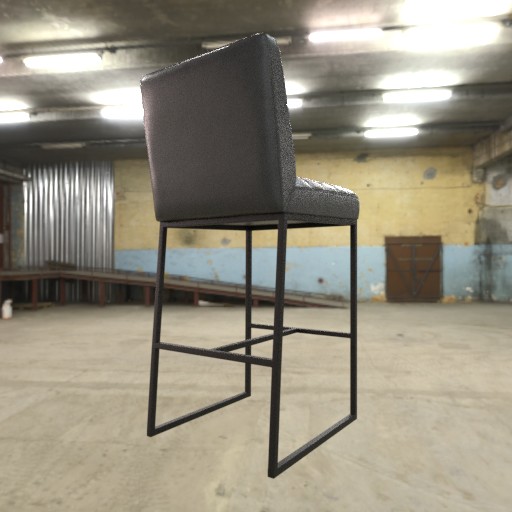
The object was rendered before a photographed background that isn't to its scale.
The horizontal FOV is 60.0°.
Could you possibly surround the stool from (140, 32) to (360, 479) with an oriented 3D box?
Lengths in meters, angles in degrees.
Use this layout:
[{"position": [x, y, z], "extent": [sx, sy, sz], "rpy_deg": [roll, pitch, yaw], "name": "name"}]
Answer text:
[{"position": [0.000, 0.000, 1.350], "extent": [0.457, 1.040, 0.552], "rpy_deg": [-1, -1, 36], "name": "stool"}]
